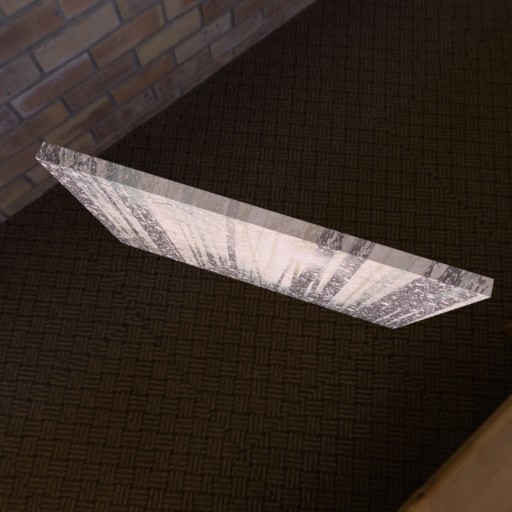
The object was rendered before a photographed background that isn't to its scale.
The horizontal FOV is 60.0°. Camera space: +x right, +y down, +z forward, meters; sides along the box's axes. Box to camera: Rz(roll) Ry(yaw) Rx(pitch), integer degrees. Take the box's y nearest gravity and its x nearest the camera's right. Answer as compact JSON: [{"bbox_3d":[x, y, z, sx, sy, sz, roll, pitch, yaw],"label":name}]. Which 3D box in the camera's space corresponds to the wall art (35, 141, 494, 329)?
[{"bbox_3d":[0.000,0.000,1.146,0.919,0.598,0.038,17,76,5],"label":"wall art"}]
